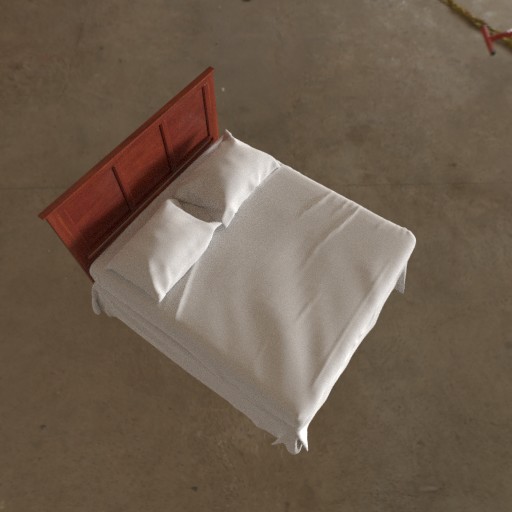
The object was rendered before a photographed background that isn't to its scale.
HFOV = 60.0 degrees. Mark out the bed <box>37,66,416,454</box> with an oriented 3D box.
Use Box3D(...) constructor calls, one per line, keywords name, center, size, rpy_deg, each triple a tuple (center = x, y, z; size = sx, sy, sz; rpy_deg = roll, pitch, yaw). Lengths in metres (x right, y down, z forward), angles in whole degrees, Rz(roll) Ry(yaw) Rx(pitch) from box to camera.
Box3D(name="bed", center=(0.000, 0.000, 3.229), size=(2.050, 1.270, 1.870), rpy_deg=(32, 66, 17))
